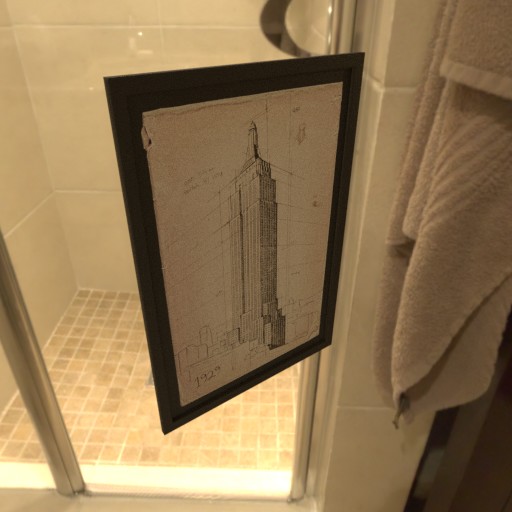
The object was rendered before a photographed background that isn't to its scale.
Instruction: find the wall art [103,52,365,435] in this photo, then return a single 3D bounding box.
[{"bbox_3d":[0.000,0.000,0.820,0.451,0.661,0.012,-20,36,-30],"label":"wall art"}]
